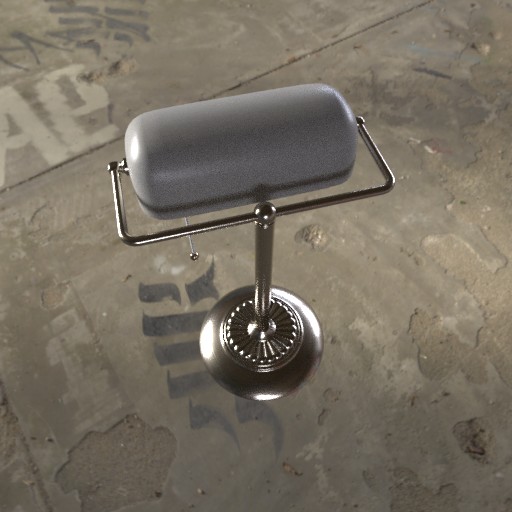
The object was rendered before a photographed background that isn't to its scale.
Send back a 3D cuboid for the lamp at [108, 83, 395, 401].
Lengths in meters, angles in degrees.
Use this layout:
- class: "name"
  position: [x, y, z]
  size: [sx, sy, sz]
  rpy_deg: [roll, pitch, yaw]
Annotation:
- class: "lamp"
  position: [0.000, 0.000, 0.514]
  size: [0.264, 0.339, 0.243]
  rpy_deg: [-13, 58, -8]
